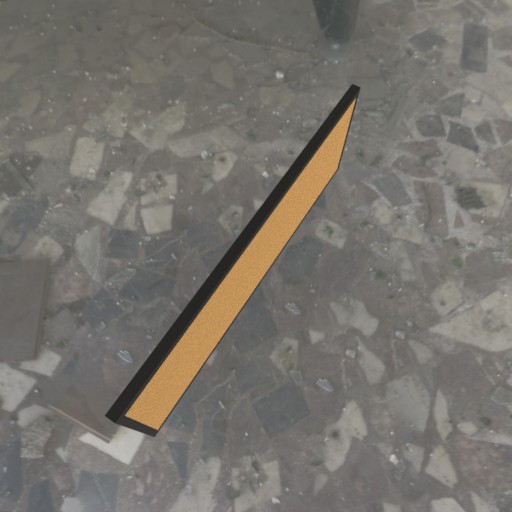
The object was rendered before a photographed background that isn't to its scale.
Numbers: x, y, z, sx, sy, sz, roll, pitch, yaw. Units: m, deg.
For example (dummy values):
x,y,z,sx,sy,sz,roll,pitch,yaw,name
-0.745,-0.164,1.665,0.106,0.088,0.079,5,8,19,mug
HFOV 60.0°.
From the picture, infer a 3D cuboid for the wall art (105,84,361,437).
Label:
x,y,z,sx,sy,sz,roll,pitch,yaw,name
0.000,0.000,1.822,0.041,0.554,1.572,30,68,14,wall art
